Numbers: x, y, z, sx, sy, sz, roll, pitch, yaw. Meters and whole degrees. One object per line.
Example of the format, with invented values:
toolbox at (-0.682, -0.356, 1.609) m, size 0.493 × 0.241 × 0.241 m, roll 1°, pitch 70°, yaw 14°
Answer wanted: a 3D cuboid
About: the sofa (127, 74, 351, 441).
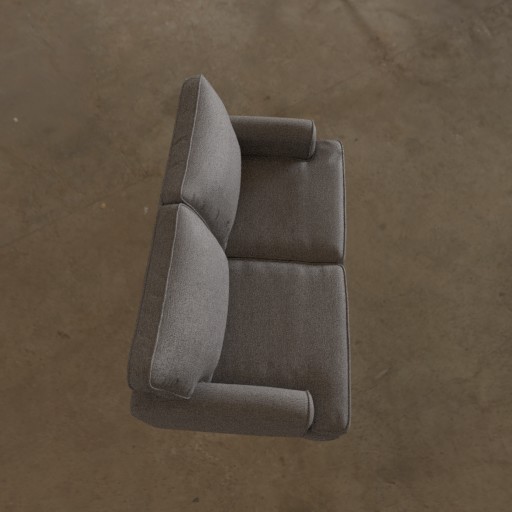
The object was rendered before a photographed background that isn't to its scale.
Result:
sofa at (0.000, 0.000, 2.245) m, size 0.965 × 0.965 × 1.651 m, roll 3°, pitch 64°, yaw 2°
